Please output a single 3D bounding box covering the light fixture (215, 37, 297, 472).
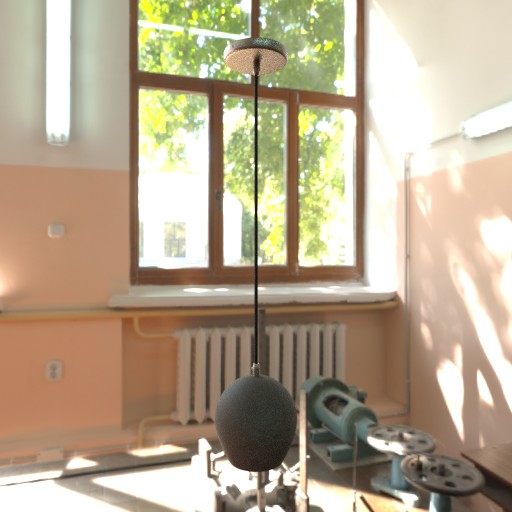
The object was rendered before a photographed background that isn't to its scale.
[{"bbox_3d":[0.000,0.000,0.828,0.153,0.760,0.153,0,0,18],"label":"light fixture"}]
